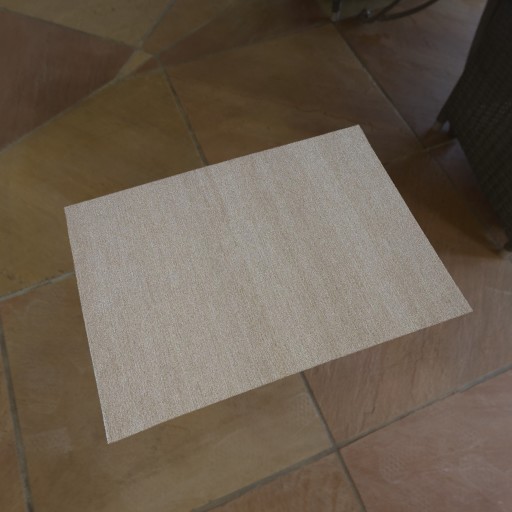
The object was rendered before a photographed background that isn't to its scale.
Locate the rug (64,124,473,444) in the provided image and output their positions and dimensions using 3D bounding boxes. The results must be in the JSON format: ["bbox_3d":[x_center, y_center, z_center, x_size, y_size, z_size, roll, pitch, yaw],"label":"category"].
[{"bbox_3d":[0.000,0.000,3.662,2.869,0.038,2.032,-17,65,-9],"label":"rug"}]
